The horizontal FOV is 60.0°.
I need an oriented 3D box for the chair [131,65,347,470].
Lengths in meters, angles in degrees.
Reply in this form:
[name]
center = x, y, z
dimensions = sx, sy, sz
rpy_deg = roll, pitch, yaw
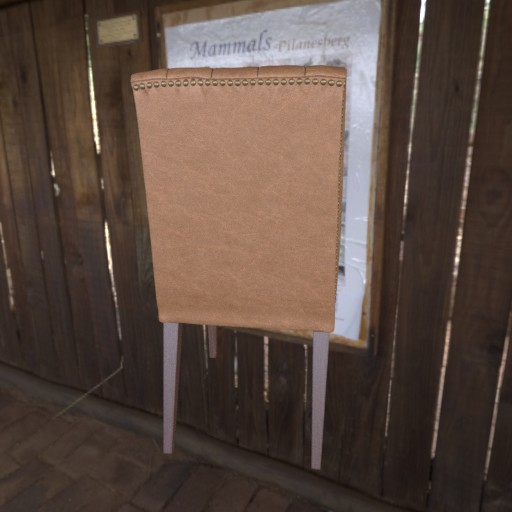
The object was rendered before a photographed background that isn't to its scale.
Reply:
[chair]
center = 0.000, 0.000, 1.379
dimensions = 0.511, 1.016, 0.647
rpy_deg = 2, 15, 8
